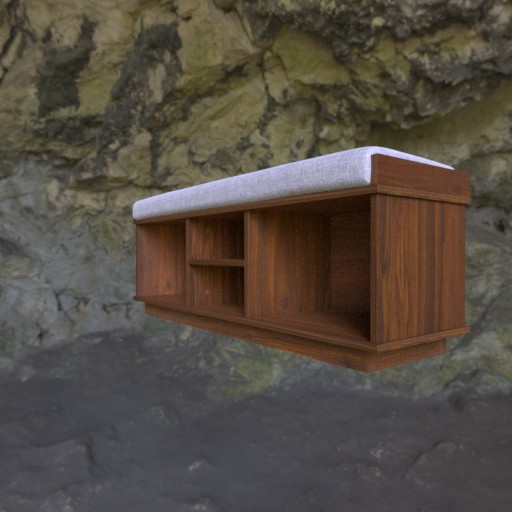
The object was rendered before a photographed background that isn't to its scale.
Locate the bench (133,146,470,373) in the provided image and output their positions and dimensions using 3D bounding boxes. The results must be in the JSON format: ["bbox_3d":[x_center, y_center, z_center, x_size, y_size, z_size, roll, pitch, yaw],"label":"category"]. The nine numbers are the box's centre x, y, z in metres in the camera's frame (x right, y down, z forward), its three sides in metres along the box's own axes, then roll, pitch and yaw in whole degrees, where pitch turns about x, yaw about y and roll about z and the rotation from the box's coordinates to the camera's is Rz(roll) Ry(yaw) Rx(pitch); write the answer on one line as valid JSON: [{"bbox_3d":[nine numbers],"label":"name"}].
[{"bbox_3d":[0.000,0.000,1.417,0.367,0.468,1.196,0,0,-37],"label":"bench"}]
